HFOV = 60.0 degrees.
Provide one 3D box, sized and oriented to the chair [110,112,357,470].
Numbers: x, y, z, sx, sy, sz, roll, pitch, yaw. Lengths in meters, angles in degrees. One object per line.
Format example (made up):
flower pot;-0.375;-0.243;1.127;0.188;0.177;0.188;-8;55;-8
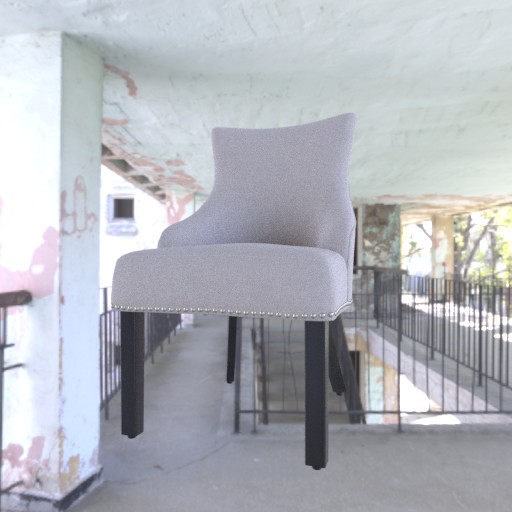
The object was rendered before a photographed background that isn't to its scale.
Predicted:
chair;0.000;0.000;1.271;0.566;0.909;0.629;0;0;20
